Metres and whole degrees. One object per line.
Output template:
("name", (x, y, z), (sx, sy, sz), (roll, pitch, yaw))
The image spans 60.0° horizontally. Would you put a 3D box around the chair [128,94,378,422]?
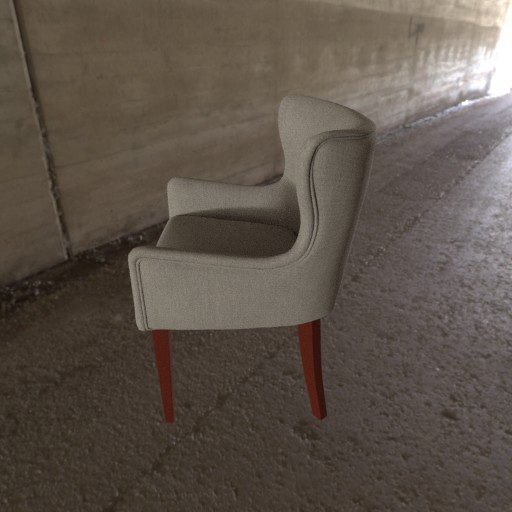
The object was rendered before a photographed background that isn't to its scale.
("chair", (0.000, 0.000, 1.481), (0.677, 0.948, 0.732), (0, 27, 0))
